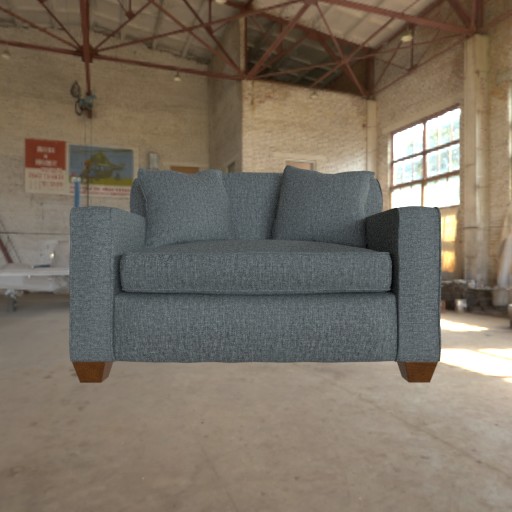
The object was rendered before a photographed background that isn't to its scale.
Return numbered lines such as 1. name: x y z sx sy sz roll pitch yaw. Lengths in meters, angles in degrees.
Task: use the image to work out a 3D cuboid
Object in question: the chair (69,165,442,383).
1. chair: 0.000 0.000 2.077 1.383 0.948 1.000 0 0 0
